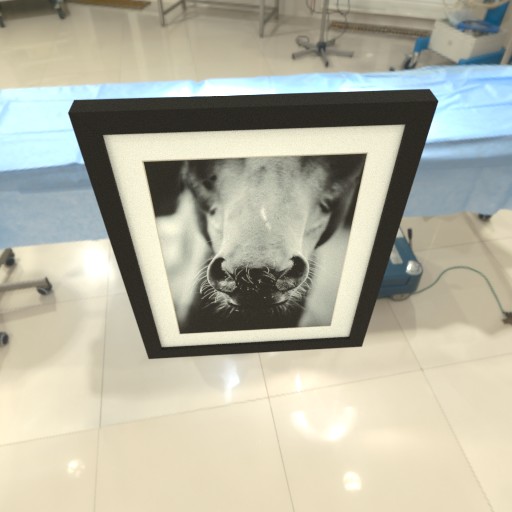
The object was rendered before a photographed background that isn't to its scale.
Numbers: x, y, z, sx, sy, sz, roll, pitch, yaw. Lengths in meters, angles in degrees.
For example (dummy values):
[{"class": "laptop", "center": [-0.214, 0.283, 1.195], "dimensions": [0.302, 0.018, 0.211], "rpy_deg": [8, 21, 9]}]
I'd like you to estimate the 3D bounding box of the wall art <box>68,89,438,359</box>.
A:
[{"class": "wall art", "center": [0.000, 0.000, 0.545], "dimensions": [0.329, 0.404, 0.024], "rpy_deg": [-3, 46, -3]}]
